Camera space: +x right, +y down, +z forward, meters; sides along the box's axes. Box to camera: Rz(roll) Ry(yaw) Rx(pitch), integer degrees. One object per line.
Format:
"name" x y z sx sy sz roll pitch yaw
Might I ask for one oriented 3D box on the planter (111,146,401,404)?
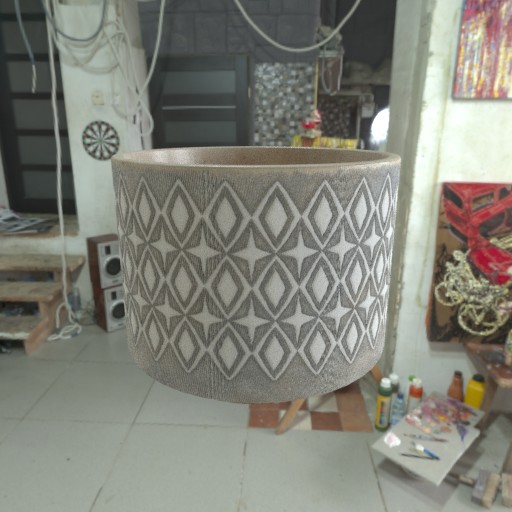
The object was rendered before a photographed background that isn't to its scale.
"planter" 0.000 0.000 0.281 0.164 0.127 0.164 0 17 0
